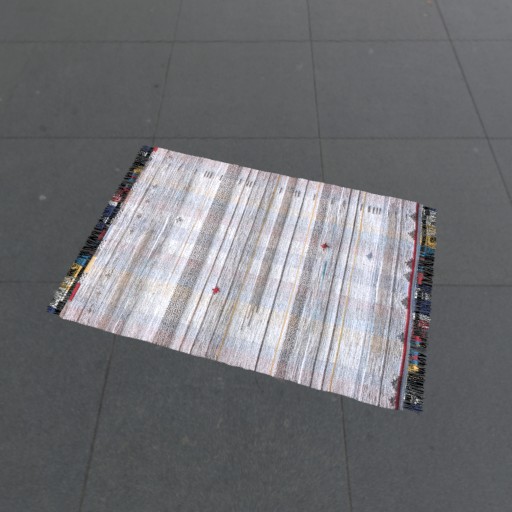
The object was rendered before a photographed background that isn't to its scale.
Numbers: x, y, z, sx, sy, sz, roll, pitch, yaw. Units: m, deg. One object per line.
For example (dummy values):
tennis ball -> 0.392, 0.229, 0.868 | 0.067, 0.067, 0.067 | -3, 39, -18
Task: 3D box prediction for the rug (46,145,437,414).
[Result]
rug -> 0.000, 0.000, 2.356 | 1.848, 0.012, 1.217 | 14, 59, 8
